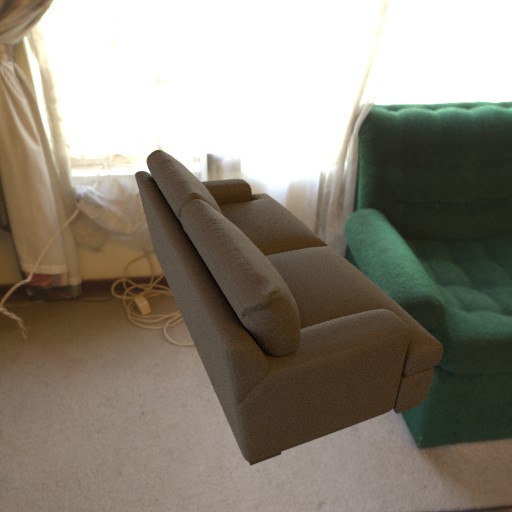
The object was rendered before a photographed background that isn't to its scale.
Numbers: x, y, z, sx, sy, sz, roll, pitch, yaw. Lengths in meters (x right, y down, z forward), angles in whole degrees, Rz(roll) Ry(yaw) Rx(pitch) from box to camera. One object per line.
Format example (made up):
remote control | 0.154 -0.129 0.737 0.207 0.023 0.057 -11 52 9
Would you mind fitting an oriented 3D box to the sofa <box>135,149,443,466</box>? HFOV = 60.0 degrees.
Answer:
sofa | 0.000 0.000 2.872 1.140 0.950 2.271 -11 32 -19
